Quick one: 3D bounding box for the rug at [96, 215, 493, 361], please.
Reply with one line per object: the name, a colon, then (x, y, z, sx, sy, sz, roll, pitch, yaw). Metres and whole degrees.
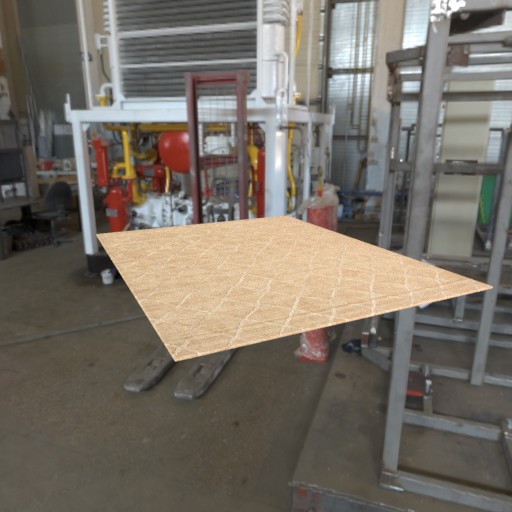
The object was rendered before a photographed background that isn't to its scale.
rug: (0.000, 0.000, 4.081, 2.420, 0.019, 3.039, -8, 18, -25)
